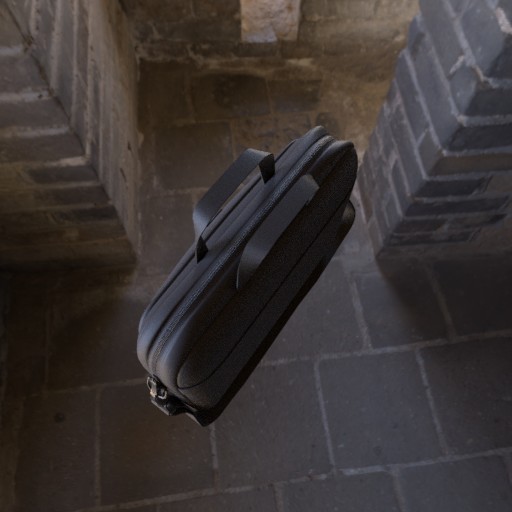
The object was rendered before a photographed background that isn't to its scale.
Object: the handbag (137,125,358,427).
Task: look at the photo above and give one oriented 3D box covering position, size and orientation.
[{"bbox_3d":[0.000,0.000,0.569,0.126,0.330,0.429,33,69,15],"label":"handbag"}]
